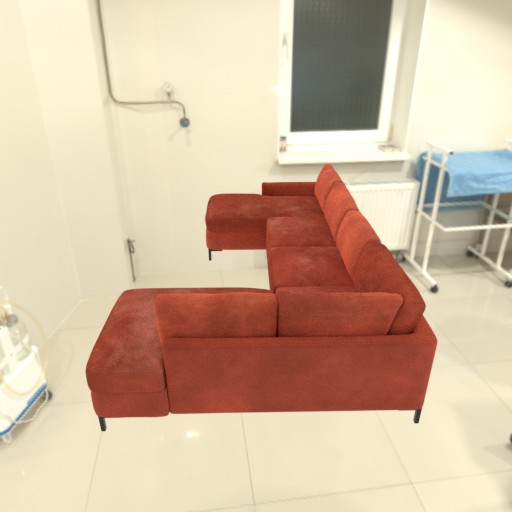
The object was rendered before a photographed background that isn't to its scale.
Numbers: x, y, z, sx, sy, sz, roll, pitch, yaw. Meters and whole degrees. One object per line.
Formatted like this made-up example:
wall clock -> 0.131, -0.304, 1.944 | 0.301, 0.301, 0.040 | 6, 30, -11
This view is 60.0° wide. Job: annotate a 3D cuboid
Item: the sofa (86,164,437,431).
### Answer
sofa -> 0.000, 0.000, 3.770 | 1.981, 0.858, 2.971 | 0, 27, -1
